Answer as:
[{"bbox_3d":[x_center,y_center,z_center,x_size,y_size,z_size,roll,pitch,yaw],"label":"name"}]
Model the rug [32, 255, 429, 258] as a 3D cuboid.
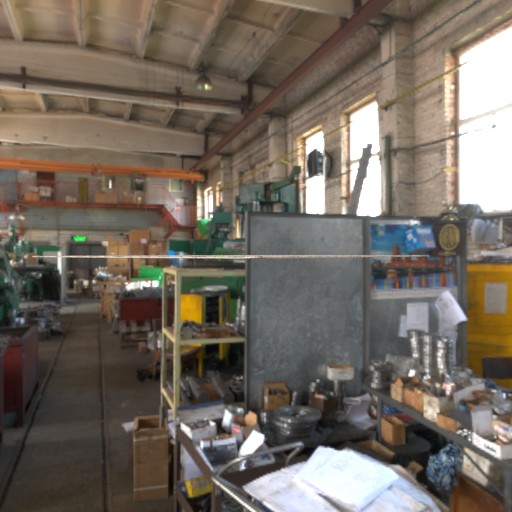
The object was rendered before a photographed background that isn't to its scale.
[{"bbox_3d":[0.000,0.000,4.365,2.437,0.015,3.205,0,0,37],"label":"rug"}]
